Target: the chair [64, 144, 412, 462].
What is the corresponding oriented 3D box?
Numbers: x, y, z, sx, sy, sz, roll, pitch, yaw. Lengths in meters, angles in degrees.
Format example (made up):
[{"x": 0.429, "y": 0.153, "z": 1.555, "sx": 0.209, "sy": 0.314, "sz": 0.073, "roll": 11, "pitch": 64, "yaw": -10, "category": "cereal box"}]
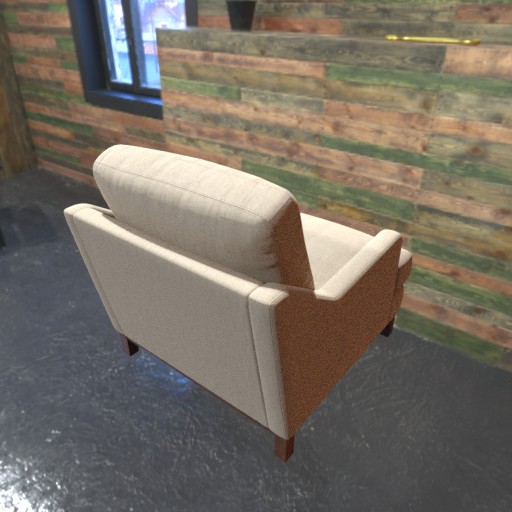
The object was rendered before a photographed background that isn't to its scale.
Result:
[{"x": 0.000, "y": 0.000, "z": 1.711, "sx": 0.912, "sy": 0.916, "sz": 1.001, "roll": 21, "pitch": 36, "yaw": 33, "category": "chair"}]
